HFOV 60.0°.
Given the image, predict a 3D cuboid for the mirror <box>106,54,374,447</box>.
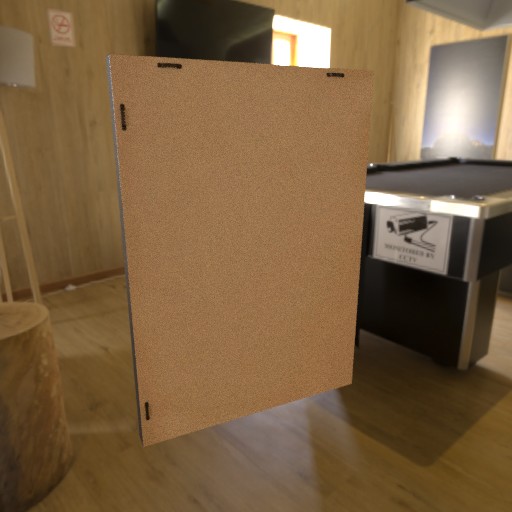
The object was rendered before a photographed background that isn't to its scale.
[{"bbox_3d":[0.000,0.000,0.889,0.507,0.710,0.039,-8,18,-25],"label":"mirror"}]
